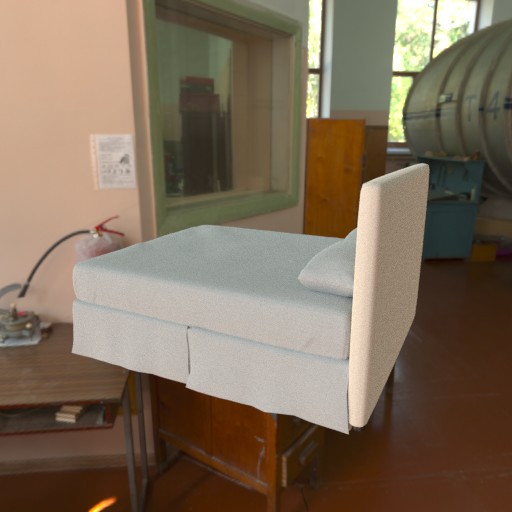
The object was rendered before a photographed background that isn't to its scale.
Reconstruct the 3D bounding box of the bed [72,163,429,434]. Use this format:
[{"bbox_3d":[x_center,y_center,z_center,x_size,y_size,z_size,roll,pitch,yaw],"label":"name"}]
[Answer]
[{"bbox_3d":[0.000,0.000,3.285,2.142,1.330,1.748,8,17,26],"label":"bed"}]
